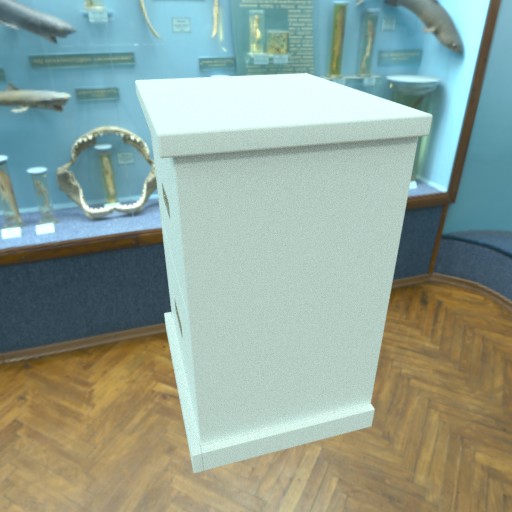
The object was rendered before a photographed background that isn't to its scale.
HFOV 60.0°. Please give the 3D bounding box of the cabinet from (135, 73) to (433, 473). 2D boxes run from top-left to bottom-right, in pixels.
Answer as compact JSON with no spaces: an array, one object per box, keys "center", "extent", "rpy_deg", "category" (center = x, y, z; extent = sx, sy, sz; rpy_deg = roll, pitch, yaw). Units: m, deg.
[{"center":[0.000,0.000,1.039],"extent":[0.431,0.723,0.520],"rpy_deg":[-8,30,-14],"category":"cabinet"}]
